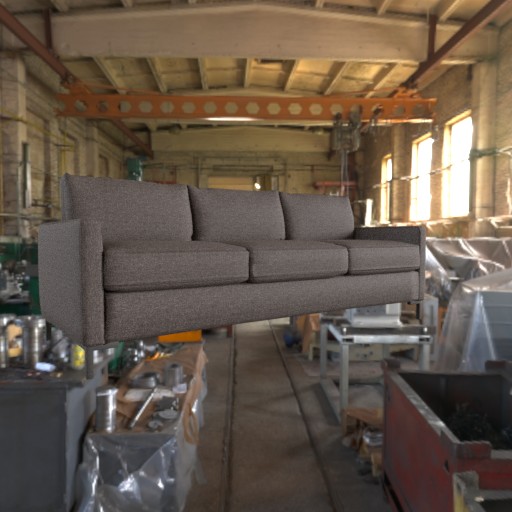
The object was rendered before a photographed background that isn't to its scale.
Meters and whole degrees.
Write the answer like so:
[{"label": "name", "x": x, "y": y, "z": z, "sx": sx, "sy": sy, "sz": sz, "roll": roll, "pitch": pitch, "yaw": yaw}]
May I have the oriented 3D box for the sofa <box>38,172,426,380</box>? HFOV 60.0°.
[{"label": "sofa", "x": 0.000, "y": 0.000, "z": 2.656, "sx": 2.253, "sy": 0.882, "sz": 0.876, "roll": -2, "pitch": 3, "yaw": -36}]
